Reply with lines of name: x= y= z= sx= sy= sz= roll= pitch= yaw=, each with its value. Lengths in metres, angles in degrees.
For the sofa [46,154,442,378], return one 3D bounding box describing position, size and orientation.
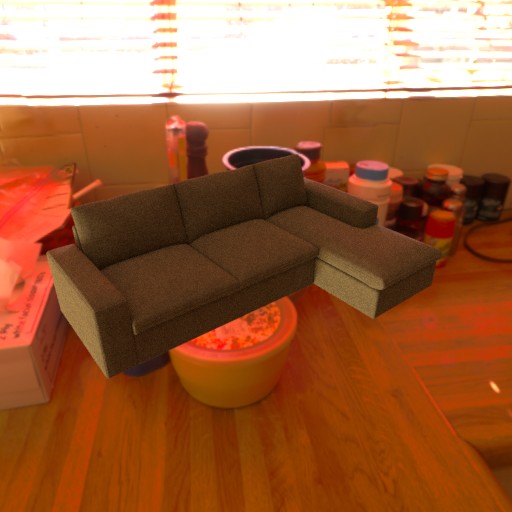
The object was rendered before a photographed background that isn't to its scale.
sofa: x=0.000 y=0.000 z=3.563 sx=2.718 sy=0.940 sz=1.689 roll=-21 pitch=35 yaw=-33
